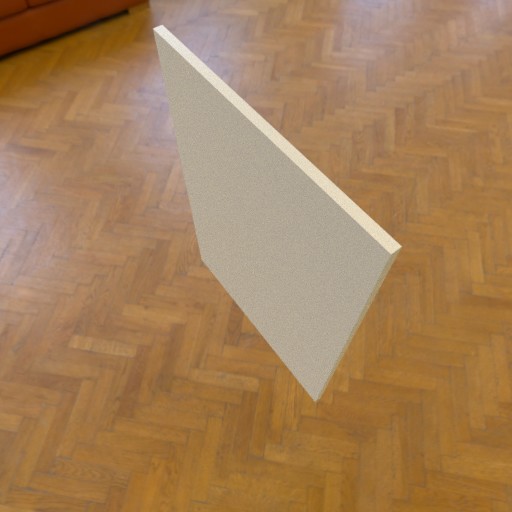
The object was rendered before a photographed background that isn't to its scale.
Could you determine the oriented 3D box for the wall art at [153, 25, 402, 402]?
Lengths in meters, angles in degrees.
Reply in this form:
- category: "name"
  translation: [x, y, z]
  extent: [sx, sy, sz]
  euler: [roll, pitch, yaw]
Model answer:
- category: "wall art"
  translation: [0.000, 0.000, 0.667]
  extent: [0.013, 0.533, 0.381]
  euler: [-33, 65, -18]
